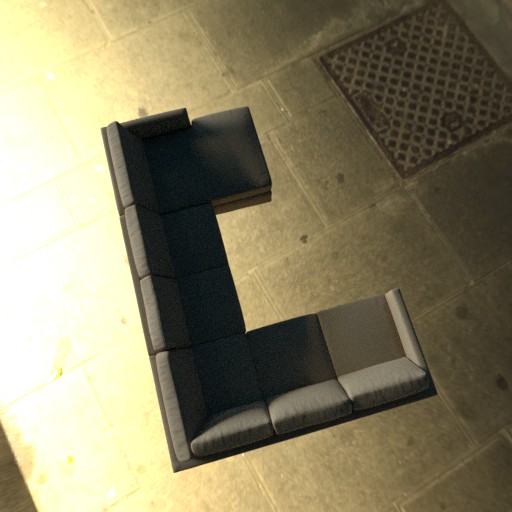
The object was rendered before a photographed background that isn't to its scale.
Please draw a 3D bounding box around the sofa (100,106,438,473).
[{"bbox_3d":[0.000,0.000,4.516,2.427,0.882,3.460,-15,76,-4],"label":"sofa"}]
